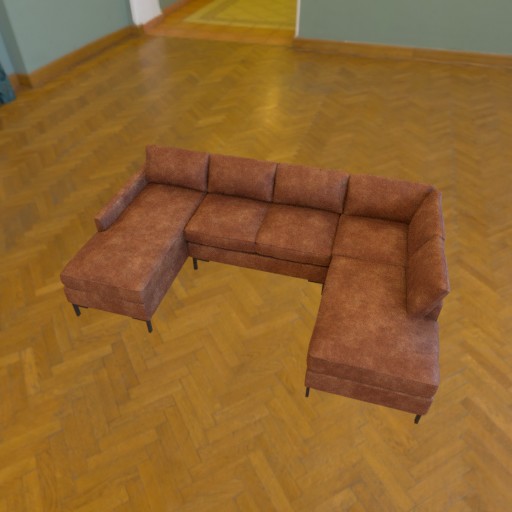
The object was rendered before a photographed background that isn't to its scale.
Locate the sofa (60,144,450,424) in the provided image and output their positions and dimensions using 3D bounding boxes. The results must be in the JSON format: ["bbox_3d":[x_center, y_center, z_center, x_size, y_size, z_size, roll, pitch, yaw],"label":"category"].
[{"bbox_3d":[0.000,0.000,3.809,2.956,0.900,1.939,11,42,12],"label":"sofa"}]
